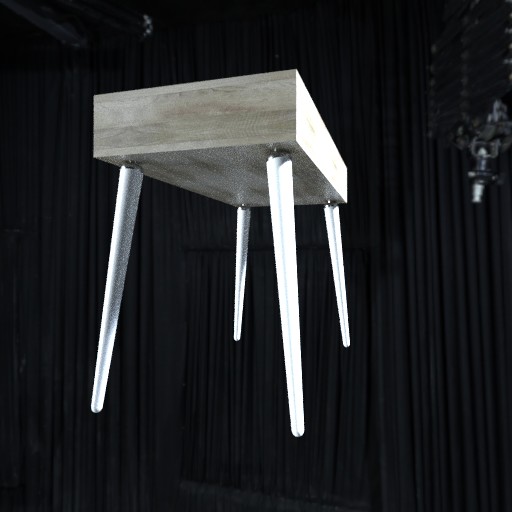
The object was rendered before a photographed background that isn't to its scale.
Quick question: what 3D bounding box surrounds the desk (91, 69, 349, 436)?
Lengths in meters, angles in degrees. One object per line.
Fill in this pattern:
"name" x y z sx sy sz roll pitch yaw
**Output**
"desk" 0.000 0.000 1.404 0.491 0.723 0.979 0 -1 17
